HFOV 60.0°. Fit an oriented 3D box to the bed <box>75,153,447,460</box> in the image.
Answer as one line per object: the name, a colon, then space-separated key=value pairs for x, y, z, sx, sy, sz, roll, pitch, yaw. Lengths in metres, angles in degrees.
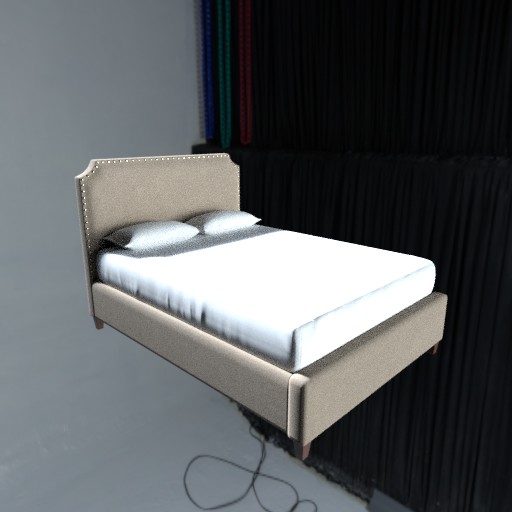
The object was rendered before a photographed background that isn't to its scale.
bed: x=0.000 y=0.000 z=3.410 sx=2.329 sy=1.415 sz=1.703 roll=15 pitch=22 yaw=42
